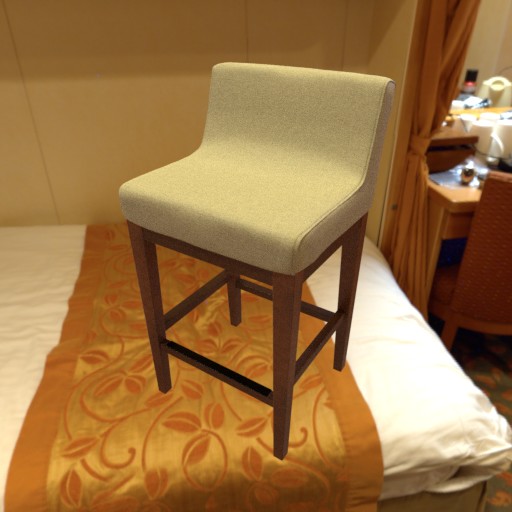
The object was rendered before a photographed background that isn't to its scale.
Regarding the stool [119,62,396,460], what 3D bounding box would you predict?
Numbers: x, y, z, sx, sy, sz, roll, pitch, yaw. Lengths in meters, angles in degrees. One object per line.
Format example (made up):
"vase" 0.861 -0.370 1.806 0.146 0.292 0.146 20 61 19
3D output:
"stool" 0.000 0.000 1.241 0.511 0.937 0.500 18 35 28
